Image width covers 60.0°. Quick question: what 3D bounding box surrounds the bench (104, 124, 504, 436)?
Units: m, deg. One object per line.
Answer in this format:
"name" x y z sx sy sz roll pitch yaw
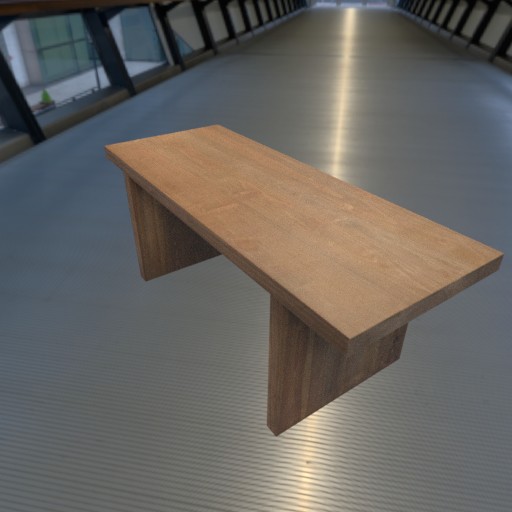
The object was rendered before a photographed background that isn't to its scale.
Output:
"bench" 0.000 0.000 1.361 0.458 0.458 1.183 -20 38 -29
